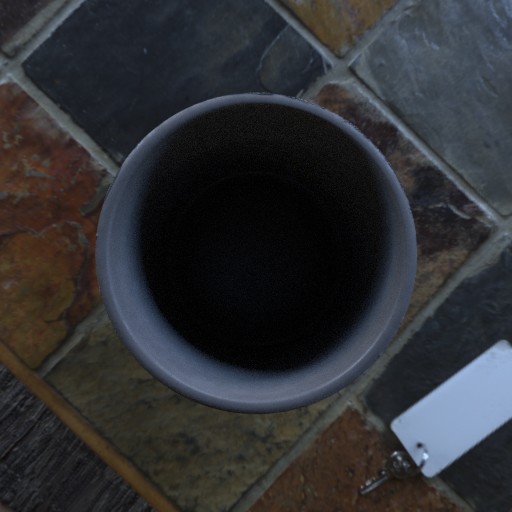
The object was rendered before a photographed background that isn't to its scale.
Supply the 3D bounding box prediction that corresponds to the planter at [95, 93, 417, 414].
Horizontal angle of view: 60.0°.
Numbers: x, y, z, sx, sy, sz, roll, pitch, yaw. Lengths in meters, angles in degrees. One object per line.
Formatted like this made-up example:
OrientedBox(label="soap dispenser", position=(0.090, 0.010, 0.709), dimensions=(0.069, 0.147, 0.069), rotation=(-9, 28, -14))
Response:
OrientedBox(label="planter", position=(0.000, 0.000, 0.396), dimensions=(0.221, 0.201, 0.221), rotation=(0, 88, 0))
